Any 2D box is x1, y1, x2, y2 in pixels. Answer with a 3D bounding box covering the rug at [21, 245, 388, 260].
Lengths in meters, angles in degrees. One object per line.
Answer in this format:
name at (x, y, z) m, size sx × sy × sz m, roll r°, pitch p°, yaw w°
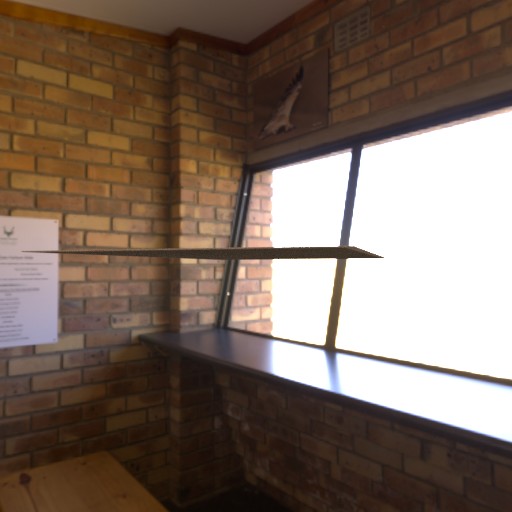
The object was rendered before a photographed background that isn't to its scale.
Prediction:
rug at (0.000, 0.000, 3.711) m, size 1.981 × 0.006 × 2.895 m, roll -1°, pitch -2°, yaw 20°
